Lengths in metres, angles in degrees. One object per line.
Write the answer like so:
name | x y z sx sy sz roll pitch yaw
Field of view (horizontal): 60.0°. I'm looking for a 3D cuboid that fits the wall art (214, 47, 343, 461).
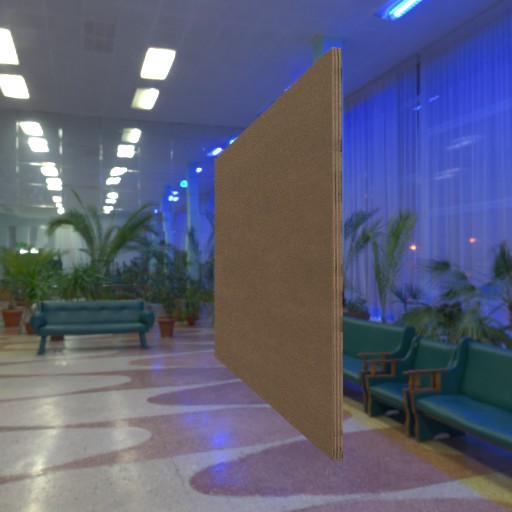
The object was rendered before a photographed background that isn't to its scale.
wall art | 0.000 0.000 0.679 0.012 0.408 0.508 0 -1 -18
